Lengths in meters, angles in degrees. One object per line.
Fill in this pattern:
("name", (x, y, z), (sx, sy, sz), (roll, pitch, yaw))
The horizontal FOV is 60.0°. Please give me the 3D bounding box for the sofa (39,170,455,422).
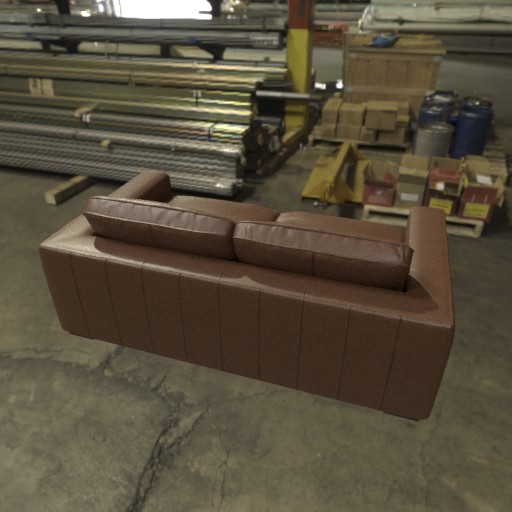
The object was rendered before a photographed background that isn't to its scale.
("sofa", (0.000, 0.000, 2.403), (1.920, 0.800, 1.070), (10, 34, 15))
